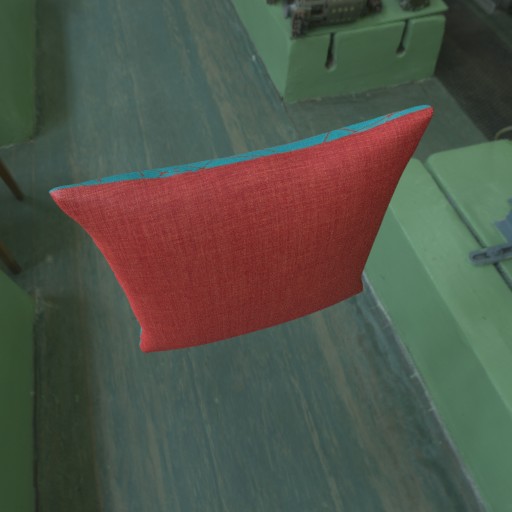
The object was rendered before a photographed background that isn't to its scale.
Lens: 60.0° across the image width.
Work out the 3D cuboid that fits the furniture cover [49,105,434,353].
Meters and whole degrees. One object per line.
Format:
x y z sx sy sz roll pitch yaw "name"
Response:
0.000 0.000 0.778 0.517 0.508 0.158 -15 57 -10 "furniture cover"
